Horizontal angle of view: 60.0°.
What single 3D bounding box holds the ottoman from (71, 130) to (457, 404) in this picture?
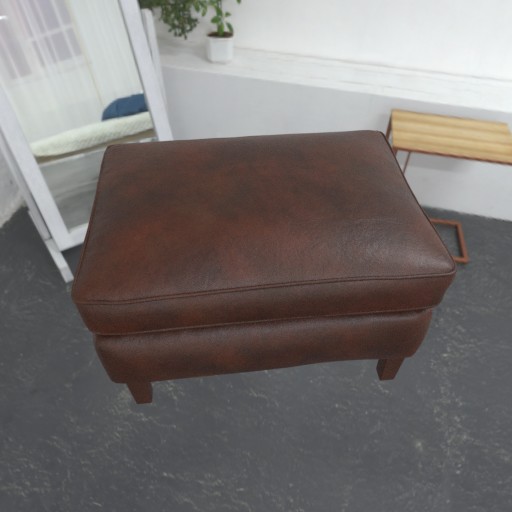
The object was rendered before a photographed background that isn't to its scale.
[{"bbox_3d":[0.000,0.000,0.997,0.665,0.432,0.501,-4,47,-4],"label":"ottoman"}]
